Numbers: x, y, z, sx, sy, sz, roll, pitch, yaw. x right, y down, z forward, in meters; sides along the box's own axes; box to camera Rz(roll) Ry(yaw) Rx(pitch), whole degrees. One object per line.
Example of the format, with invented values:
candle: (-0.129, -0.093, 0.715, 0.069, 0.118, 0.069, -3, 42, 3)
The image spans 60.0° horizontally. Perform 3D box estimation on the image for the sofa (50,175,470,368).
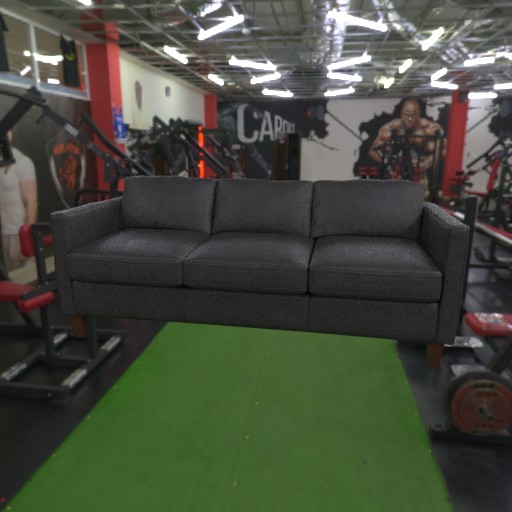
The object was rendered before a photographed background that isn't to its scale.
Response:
sofa: (0.000, 0.000, 3.016, 2.464, 1.006, 1.045, 3, 15, 10)
